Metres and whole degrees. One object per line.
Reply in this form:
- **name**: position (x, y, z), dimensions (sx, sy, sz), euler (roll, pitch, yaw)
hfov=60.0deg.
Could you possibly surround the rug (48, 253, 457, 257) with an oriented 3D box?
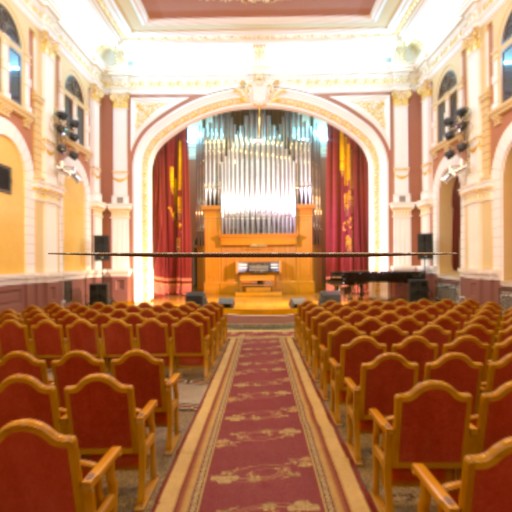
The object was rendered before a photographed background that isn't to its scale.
- **rug**: position (0.000, 0.000, 4.300), dimensions (2.438, 0.010, 3.353), euler (0, -1, 1)
